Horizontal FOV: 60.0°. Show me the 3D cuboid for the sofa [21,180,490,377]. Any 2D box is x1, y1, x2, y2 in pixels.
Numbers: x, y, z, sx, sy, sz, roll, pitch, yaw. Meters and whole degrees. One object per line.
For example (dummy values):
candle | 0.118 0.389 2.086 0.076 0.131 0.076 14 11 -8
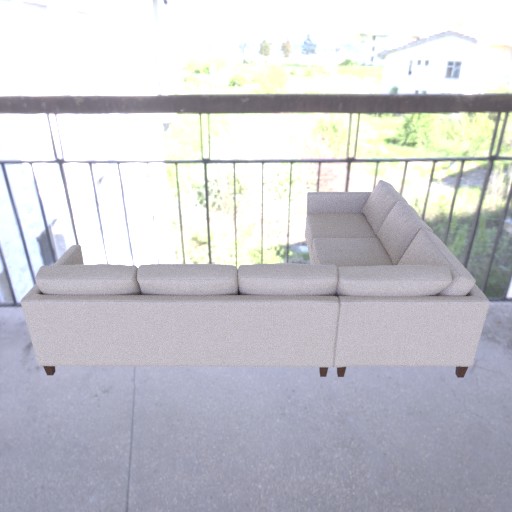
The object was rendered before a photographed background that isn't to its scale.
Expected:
sofa | 0.000 0.000 4.162 3.182 0.863 2.432 0 26 0
